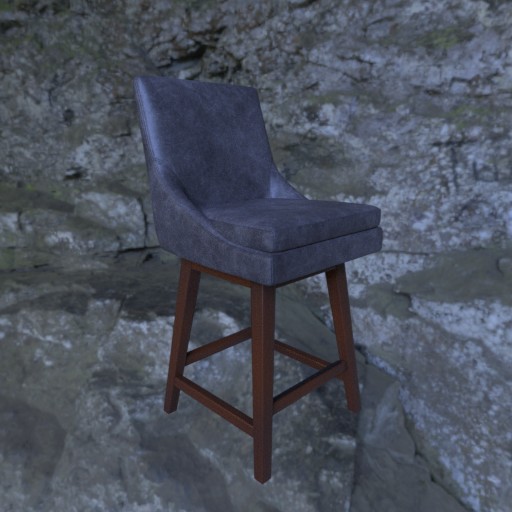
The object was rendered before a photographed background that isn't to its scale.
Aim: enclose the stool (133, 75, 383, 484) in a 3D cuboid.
[{"bbox_3d":[0.000,0.000,1.353,0.492,1.046,0.587,-14,20,-43],"label":"stool"}]
